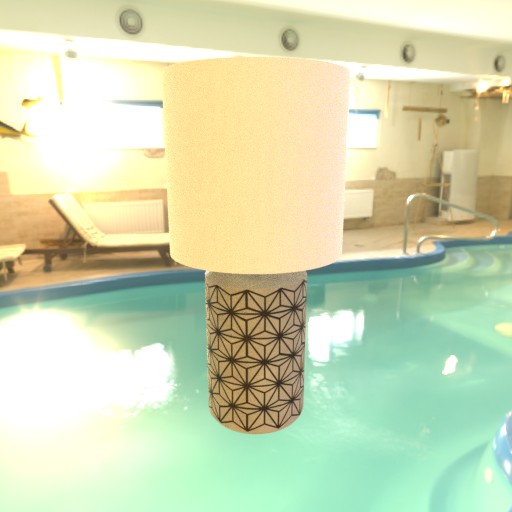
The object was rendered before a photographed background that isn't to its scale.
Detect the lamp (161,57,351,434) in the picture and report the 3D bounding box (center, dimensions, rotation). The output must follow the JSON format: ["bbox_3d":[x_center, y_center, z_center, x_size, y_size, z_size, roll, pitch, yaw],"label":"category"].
[{"bbox_3d":[0.000,0.000,0.543,0.206,0.416,0.206,-13,19,-43],"label":"lamp"}]
